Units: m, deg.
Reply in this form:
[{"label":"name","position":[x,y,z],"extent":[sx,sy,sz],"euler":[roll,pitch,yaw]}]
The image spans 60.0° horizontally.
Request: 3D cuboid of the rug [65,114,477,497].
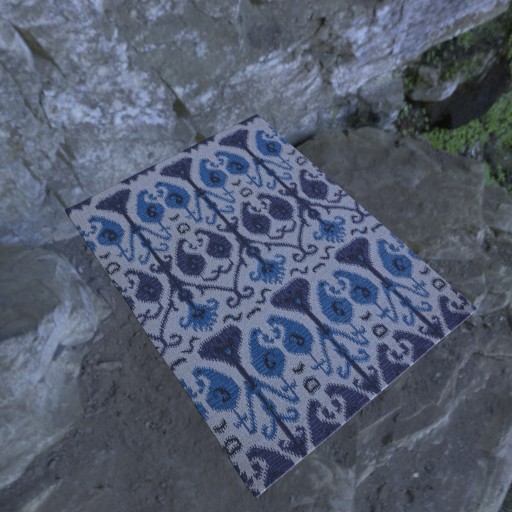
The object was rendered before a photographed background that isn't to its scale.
[{"label":"rug","position":[0.000,0.000,4.188],"extent":[2.443,0.024,3.228],"euler":[-32,63,-19]}]
